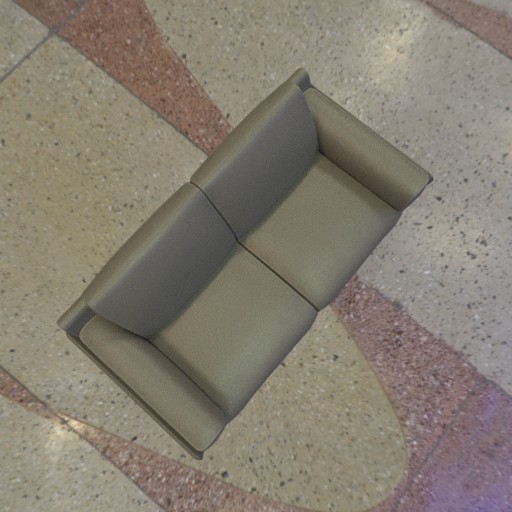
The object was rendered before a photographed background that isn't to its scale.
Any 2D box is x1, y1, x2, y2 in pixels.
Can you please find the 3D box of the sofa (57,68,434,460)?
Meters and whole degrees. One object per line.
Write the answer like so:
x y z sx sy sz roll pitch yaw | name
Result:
0.000 0.000 2.656 1.049 0.930 2.101 40 80 8 | sofa
